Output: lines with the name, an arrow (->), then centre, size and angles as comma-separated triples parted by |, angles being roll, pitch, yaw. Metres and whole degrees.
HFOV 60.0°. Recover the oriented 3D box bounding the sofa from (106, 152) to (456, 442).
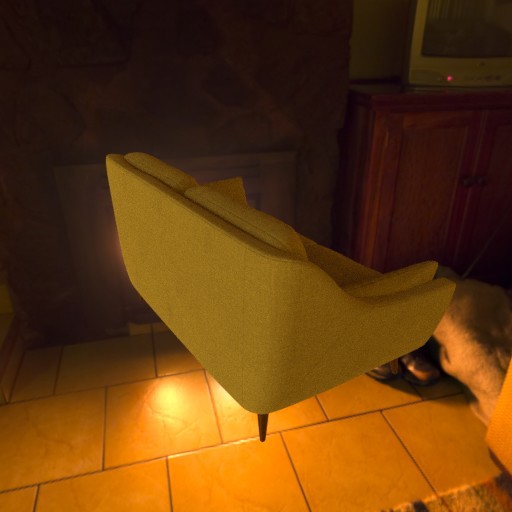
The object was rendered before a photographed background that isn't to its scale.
sofa -> 0.000, 0.000, 2.230 | 0.965, 0.888, 1.652 | -17, 31, -31
